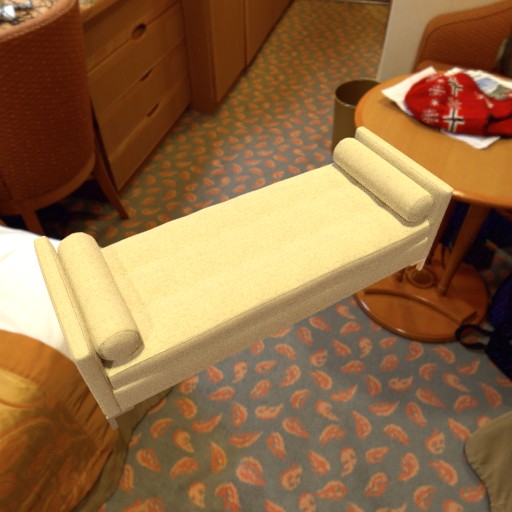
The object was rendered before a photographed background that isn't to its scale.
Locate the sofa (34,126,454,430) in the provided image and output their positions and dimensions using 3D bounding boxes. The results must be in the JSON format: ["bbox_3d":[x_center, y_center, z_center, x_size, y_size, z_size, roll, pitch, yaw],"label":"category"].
[{"bbox_3d":[0.000,0.000,2.519,2.102,0.655,0.797,-23,51,-21],"label":"sofa"}]
